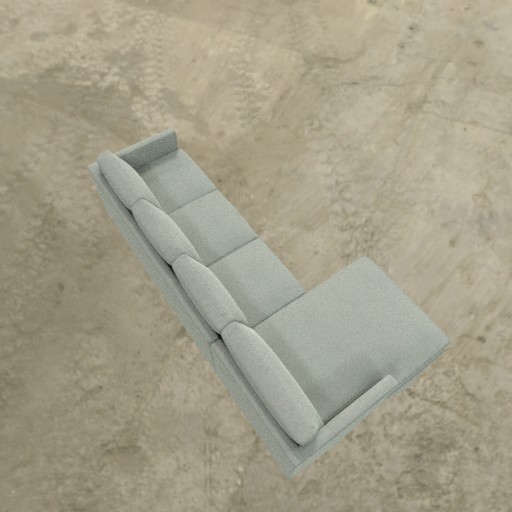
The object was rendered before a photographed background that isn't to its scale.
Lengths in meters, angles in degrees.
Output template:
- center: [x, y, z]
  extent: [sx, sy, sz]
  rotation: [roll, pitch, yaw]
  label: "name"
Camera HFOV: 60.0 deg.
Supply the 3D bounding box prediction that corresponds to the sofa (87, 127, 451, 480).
- center: [0.000, 0.000, 3.949]
  extent: [1.650, 0.922, 3.205]
  rotation: [-31, 63, -18]
  label: "sofa"
